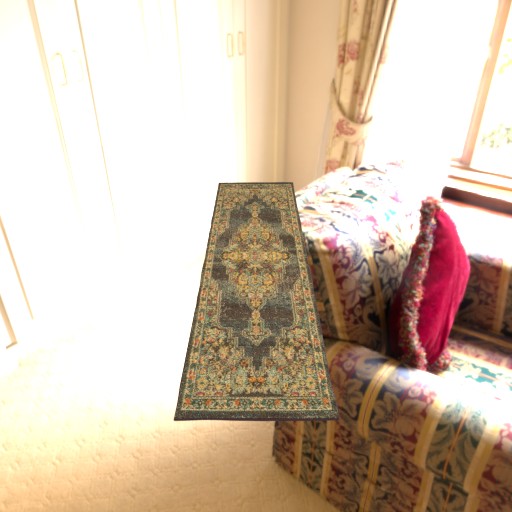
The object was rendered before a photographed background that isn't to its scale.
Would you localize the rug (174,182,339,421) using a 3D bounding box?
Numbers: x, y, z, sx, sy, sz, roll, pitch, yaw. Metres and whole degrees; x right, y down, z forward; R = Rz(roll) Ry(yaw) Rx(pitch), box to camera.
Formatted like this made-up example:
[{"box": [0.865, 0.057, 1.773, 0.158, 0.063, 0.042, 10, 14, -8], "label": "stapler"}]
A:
[{"box": [0.000, 0.000, 2.567, 0.602, 0.016, 2.283, 0, 31, 0], "label": "rug"}]
